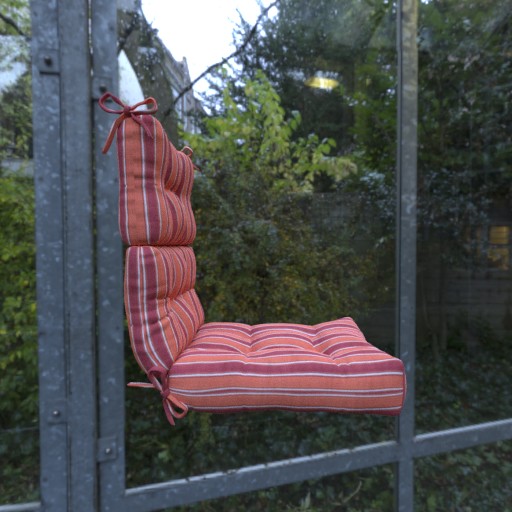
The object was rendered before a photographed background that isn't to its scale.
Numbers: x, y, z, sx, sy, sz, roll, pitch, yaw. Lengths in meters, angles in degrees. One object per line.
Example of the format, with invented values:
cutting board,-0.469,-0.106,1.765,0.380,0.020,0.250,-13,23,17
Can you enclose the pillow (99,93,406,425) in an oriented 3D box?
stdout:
pillow,0.000,0.000,1.035,0.571,0.605,0.519,0,1,1
